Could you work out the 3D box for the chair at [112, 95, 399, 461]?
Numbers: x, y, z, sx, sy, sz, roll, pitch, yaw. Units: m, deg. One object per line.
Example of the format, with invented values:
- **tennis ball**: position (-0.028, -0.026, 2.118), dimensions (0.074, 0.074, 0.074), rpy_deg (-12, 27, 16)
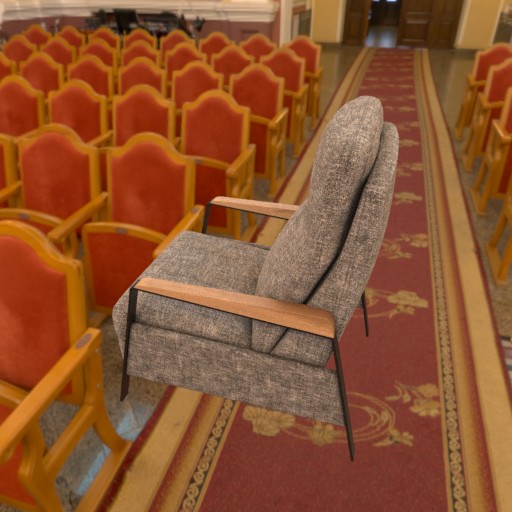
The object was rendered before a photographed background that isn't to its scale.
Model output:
- **chair**: position (0.000, 0.000, 1.561), dimensions (0.868, 1.042, 0.671), rpy_deg (9, 33, 14)
